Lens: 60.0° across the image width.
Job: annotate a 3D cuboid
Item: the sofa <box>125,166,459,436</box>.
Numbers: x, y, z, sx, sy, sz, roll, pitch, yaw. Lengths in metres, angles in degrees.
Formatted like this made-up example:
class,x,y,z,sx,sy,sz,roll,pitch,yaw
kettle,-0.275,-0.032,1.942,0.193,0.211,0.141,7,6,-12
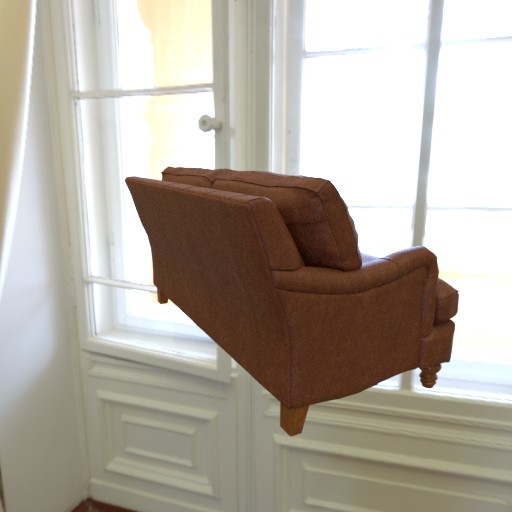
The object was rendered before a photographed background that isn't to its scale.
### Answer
class,x,y,z,sx,sy,sz,roll,pitch,yaw
sofa,0.000,0.000,2.761,1.147,1.071,2.144,-7,14,-27
